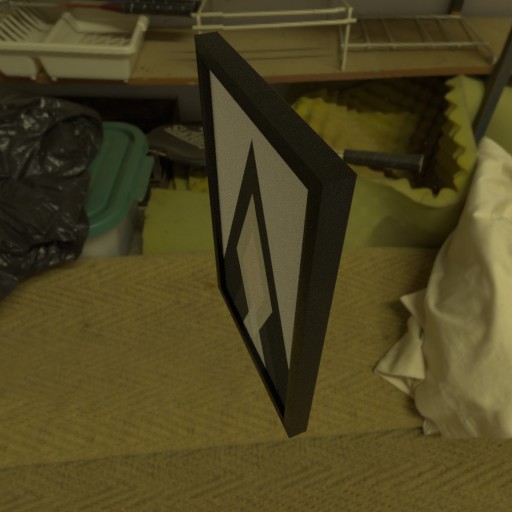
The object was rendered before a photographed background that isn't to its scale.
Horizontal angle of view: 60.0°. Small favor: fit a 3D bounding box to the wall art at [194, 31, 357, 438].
[{"bbox_3d":[0.000,0.000,0.587,0.031,0.457,0.313,-17,48,-16],"label":"wall art"}]
